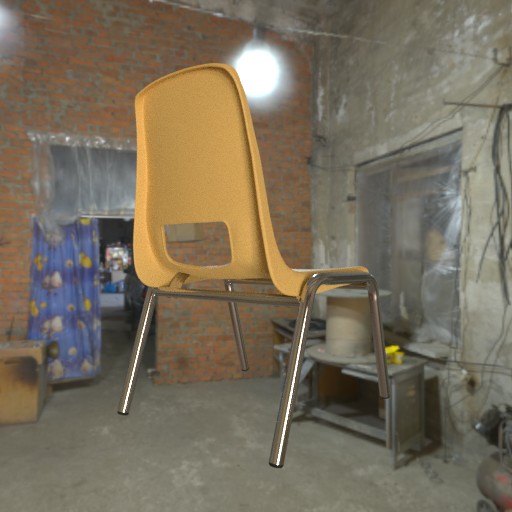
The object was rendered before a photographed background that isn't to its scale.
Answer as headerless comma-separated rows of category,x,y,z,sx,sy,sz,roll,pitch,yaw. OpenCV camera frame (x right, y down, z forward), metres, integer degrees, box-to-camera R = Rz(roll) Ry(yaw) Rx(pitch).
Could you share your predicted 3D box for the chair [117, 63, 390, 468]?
chair,0.000,0.000,0.787,0.354,0.536,0.385,0,0,36
